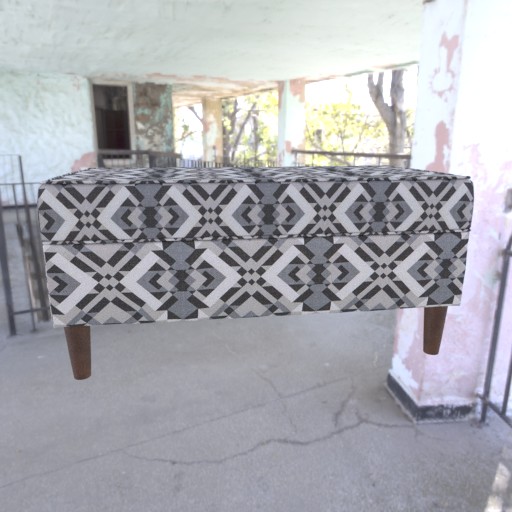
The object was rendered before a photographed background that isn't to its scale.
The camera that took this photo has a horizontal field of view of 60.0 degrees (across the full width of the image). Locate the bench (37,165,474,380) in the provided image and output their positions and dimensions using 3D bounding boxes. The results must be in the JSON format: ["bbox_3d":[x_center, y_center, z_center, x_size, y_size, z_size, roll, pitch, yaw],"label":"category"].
[{"bbox_3d":[0.000,0.000,1.269,1.016,0.477,0.492,-2,15,-8],"label":"bench"}]
